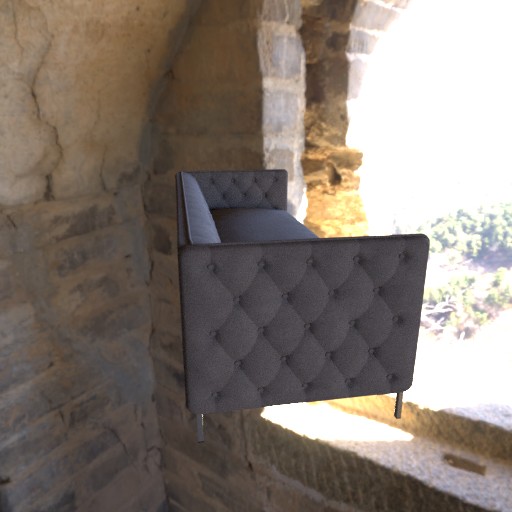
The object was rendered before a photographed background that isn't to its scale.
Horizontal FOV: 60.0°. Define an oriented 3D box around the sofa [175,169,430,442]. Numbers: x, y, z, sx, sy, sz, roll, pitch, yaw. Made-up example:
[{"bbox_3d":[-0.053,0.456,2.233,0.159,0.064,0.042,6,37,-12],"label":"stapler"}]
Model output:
[{"bbox_3d":[0.000,0.000,2.595,0.895,0.771,2.209,-3,18,-9],"label":"sofa"}]
